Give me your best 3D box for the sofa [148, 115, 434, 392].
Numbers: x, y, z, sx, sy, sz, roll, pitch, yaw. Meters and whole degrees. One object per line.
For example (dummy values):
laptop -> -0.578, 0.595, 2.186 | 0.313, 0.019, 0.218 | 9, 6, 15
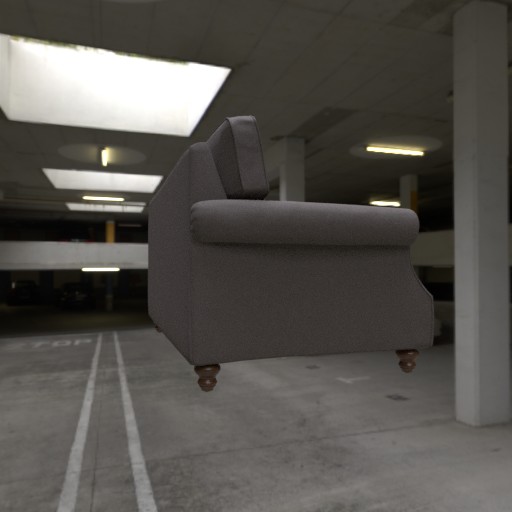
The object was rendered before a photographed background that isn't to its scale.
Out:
sofa -> 0.000, 0.000, 2.270 | 0.964, 0.937, 1.665 | 0, -1, -19
